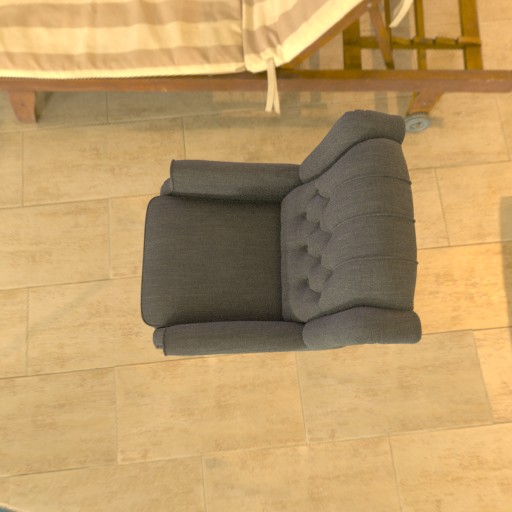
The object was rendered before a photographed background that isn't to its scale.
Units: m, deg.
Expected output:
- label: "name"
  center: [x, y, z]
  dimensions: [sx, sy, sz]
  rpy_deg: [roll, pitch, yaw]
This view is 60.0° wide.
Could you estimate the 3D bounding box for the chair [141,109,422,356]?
- label: "chair"
  center: [0.000, 0.000, 1.680]
  dimensions: [0.898, 1.035, 0.742]
  rpy_deg: [0, 77, 0]
